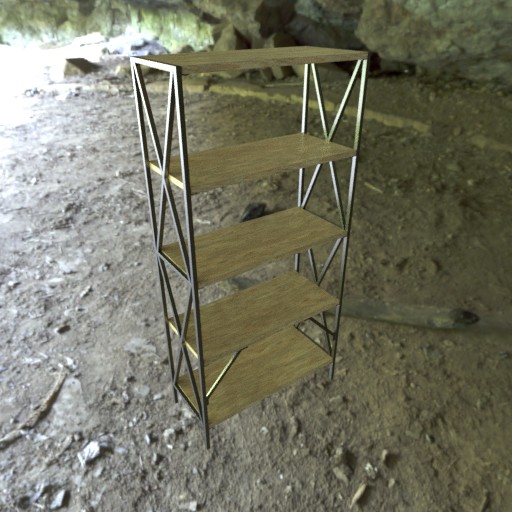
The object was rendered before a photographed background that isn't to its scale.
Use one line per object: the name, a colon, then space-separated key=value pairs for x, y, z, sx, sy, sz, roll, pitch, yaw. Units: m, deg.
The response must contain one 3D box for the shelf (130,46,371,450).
shelf: x=0.000 y=0.000 z=2.167 sx=0.874 sy=1.803 sz=0.386 roll=-19 pitch=34 yaw=-30
